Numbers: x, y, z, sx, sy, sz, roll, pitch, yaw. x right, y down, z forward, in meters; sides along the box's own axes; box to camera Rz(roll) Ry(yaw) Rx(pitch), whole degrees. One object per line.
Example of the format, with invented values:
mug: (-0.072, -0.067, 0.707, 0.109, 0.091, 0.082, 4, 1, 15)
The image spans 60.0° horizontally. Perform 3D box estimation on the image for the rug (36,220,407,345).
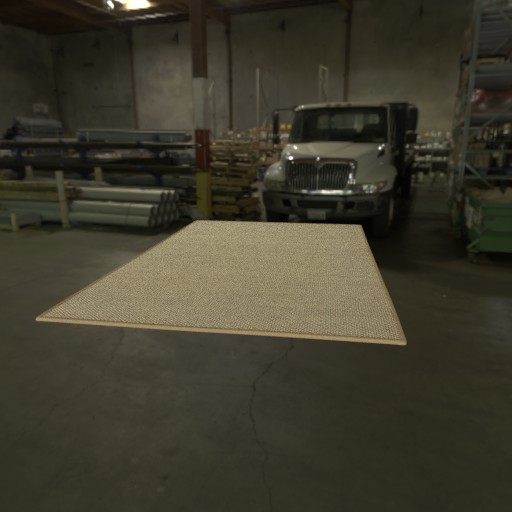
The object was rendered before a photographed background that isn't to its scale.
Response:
rug: (0.000, 0.000, 2.023, 1.062, 0.013, 1.667, 2, 15, 9)
